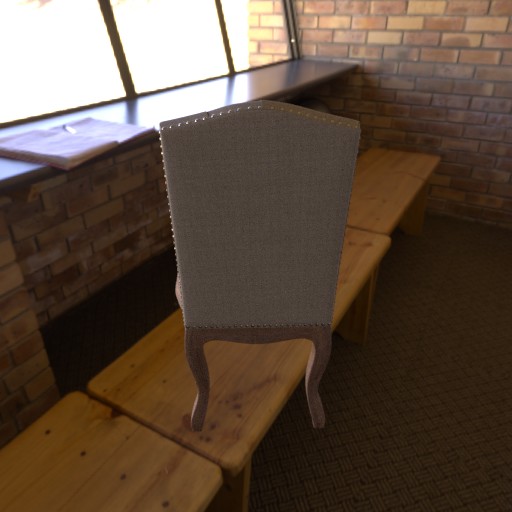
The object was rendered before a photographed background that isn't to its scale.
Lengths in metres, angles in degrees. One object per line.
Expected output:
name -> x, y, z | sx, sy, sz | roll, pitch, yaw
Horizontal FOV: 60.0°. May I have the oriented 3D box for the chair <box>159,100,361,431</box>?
chair -> 0.000, 0.000, 1.596 | 0.637, 1.191, 0.731 | -1, 30, -2
